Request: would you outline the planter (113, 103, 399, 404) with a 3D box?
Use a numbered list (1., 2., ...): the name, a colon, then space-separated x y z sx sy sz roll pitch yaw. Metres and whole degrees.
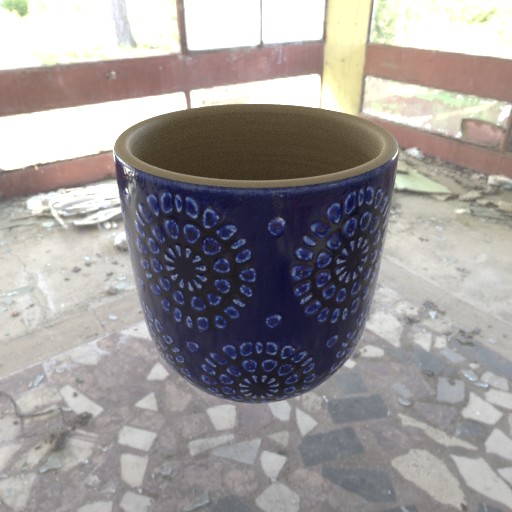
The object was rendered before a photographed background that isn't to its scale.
1. planter: 0.000 0.000 0.201 0.109 0.112 0.109 0 31 0
